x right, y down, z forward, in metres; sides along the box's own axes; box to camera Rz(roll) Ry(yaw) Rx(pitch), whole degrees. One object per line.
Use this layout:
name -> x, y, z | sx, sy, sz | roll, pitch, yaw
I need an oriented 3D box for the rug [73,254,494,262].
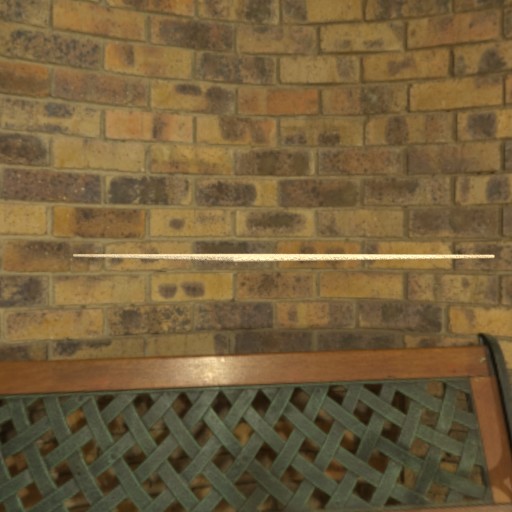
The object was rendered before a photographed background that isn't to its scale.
rug -> 0.000, 0.000, 3.957 | 2.400, 0.025, 3.000 | 0, 1, -36
